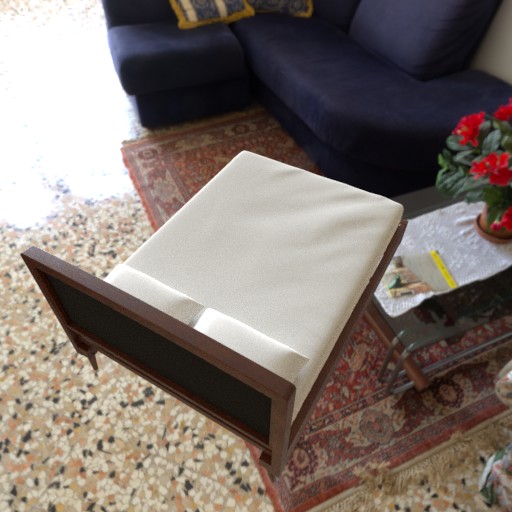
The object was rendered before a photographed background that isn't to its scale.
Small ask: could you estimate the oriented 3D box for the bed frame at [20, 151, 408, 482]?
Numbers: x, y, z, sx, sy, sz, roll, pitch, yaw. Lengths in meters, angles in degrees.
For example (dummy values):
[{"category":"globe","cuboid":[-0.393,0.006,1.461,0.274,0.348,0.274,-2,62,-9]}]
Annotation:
[{"category":"bed frame","cuboid":[0.000,0.000,3.113,1.587,1.279,2.171,24,52,20]}]
